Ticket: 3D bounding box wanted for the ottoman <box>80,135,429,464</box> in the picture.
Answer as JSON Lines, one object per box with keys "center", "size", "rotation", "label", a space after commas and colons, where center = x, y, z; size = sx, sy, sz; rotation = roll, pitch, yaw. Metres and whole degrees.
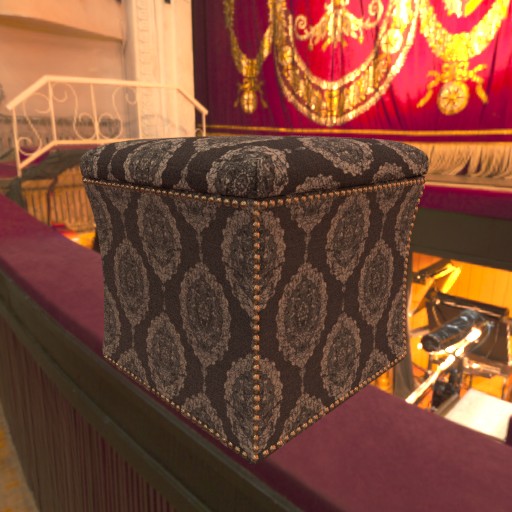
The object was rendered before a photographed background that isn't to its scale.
{"center": [0.000, 0.000, 0.905], "size": [0.497, 0.475, 0.507], "rotation": [14, 21, 43], "label": "ottoman"}
